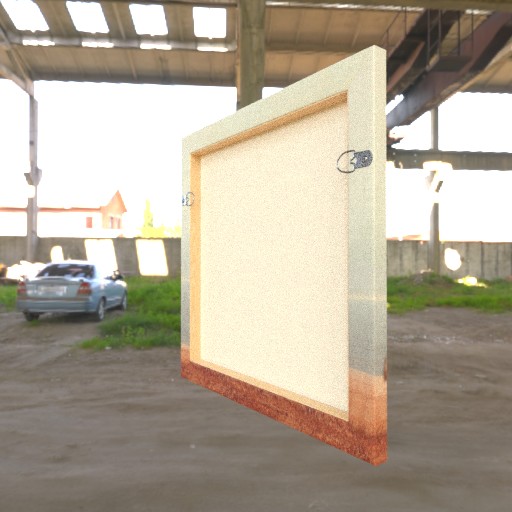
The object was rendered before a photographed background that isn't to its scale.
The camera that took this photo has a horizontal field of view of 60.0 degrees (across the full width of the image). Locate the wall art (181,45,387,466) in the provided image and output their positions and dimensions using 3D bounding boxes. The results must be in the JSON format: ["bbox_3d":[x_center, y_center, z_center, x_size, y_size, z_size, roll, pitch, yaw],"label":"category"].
[{"bbox_3d":[0.000,0.000,0.593,0.023,0.405,0.405,0,-1,-37],"label":"wall art"}]
